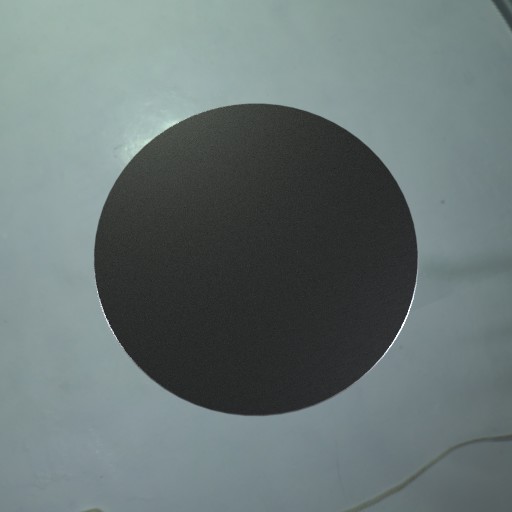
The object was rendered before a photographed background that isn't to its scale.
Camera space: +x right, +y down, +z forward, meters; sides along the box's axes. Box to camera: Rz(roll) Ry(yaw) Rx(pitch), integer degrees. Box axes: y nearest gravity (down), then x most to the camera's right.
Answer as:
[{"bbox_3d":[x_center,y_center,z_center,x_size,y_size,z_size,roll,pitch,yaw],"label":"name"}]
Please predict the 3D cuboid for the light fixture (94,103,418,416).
[{"bbox_3d":[0.000,0.000,0.550,0.368,0.100,0.368,0,75,0],"label":"light fixture"}]
